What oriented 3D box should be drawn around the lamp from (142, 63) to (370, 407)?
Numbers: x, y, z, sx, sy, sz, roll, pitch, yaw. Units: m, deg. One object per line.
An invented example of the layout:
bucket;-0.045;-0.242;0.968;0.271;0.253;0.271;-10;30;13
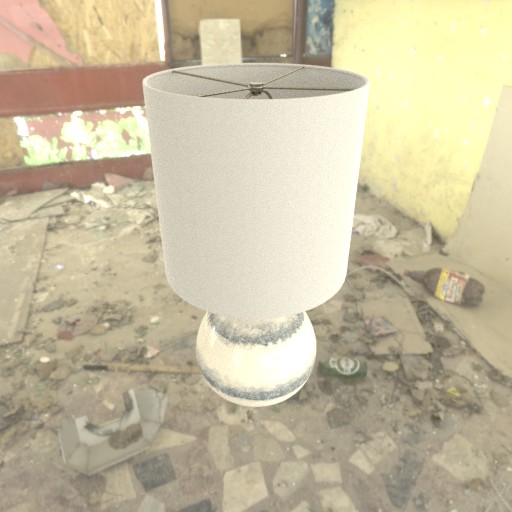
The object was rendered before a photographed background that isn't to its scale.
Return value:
lamp;0.000;0.000;0.534;0.216;0.404;0.216;1;30;1
